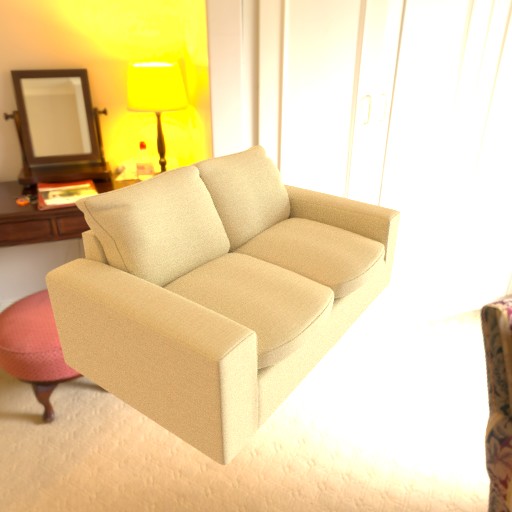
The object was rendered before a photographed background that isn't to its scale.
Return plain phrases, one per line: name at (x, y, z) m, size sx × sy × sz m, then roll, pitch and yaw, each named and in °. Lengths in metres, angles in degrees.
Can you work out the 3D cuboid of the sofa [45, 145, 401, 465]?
sofa at (0.000, 0.000, 2.385) m, size 1.091 × 0.875 × 1.754 m, roll 17°, pitch 31°, yaw 32°
